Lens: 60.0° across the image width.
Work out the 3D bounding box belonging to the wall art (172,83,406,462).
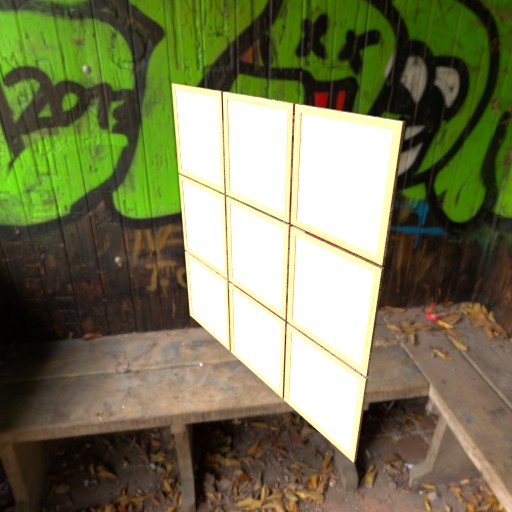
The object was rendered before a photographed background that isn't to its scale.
[{"bbox_3d":[0.000,0.000,1.793,0.013,1.218,1.206,-19,32,-33],"label":"wall art"}]
